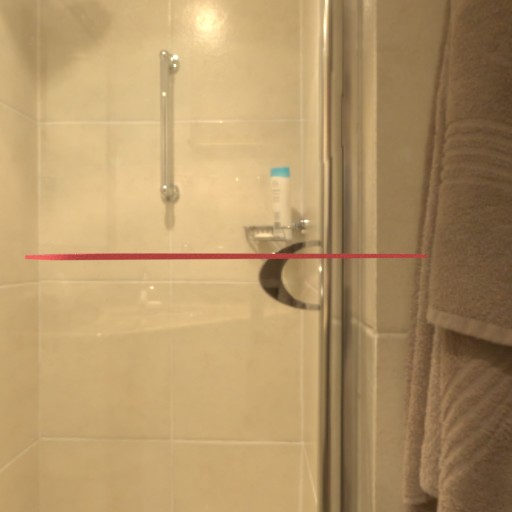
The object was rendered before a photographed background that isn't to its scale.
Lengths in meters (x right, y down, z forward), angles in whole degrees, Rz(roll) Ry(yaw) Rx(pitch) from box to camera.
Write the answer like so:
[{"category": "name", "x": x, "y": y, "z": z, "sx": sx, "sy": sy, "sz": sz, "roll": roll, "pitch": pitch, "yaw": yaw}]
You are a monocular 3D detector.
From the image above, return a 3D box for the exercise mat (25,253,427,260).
[{"category": "exercise mat", "x": 0.000, "y": 0.000, "z": 2.082, "sx": 1.884, "sy": 0.021, "sz": 0.616, "roll": 0, "pitch": 0, "yaw": -36}]
